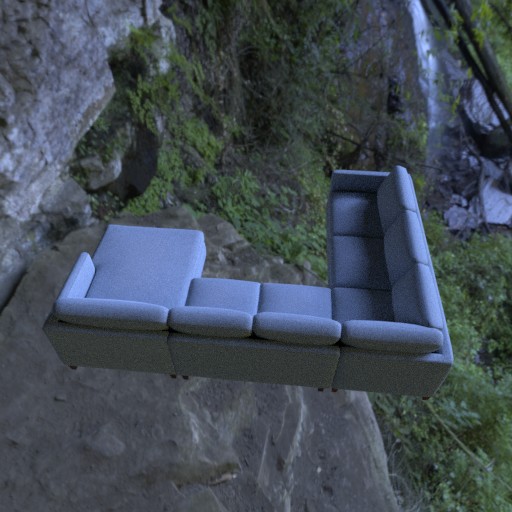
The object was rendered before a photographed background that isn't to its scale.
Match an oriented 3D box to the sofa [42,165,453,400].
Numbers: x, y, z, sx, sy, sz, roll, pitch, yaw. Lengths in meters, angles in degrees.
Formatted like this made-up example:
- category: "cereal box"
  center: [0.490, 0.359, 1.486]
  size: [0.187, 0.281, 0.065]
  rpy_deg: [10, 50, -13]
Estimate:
- category: "sofa"
  center: [0.000, 0.000, 4.611]
  size: [3.403, 0.889, 2.551]
  rpy_deg: [4, 47, 4]
